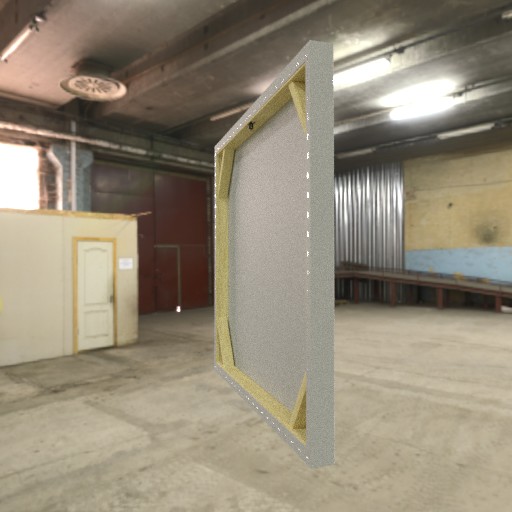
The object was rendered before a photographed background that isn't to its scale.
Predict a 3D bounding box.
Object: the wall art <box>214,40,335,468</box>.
[{"bbox_3d":[0.000,0.000,0.926,0.038,0.610,0.610,0,-1,-18],"label":"wall art"}]
